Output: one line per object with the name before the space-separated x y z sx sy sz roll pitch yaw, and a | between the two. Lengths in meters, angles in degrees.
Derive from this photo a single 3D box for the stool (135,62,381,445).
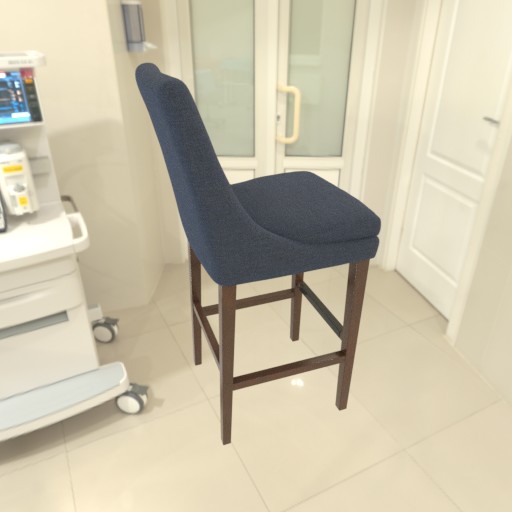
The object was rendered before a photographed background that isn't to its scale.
stool | 0.000 0.000 1.363 0.577 1.078 0.470 -10 30 -17
